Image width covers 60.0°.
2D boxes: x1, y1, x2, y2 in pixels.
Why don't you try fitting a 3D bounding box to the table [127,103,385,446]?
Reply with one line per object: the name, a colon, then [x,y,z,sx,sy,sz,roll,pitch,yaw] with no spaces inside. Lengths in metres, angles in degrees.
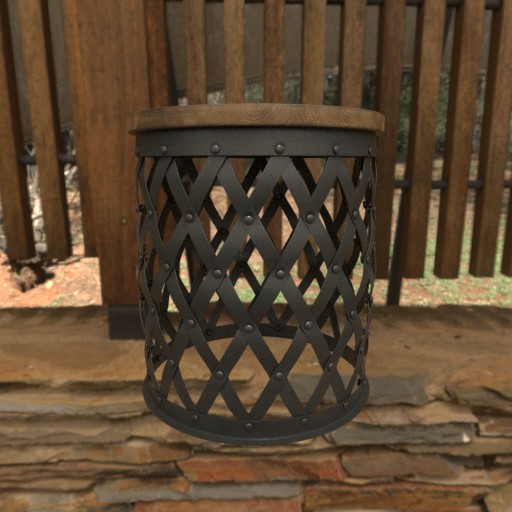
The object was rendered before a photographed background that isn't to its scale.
table: [0.000,0.000,0.768,0.405,0.454,0.405,0,12,0]
